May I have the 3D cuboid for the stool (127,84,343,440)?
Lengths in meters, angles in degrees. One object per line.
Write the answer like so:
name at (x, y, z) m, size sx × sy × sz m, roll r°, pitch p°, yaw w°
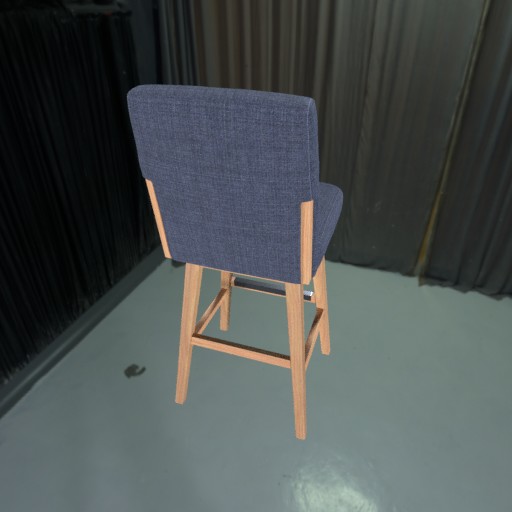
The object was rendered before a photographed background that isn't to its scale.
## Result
stool at (0.000, 0.000, 1.415) m, size 0.483 × 1.112 × 0.570 m, roll 10°, pitch 33°, yaw 16°
